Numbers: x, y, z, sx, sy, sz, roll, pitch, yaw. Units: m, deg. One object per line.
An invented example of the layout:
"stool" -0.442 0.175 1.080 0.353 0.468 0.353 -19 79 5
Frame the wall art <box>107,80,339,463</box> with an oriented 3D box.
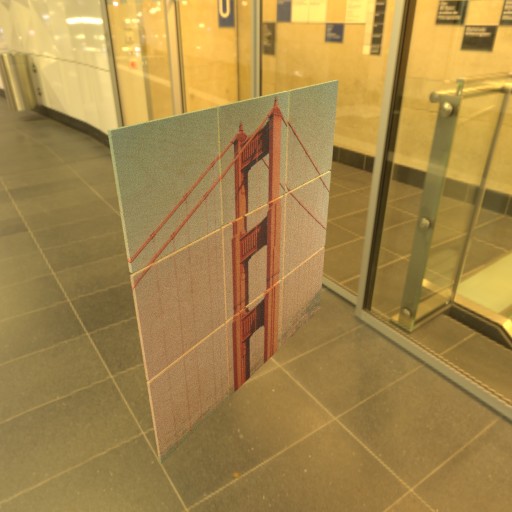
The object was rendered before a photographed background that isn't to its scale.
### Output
"wall art" 0.000 0.000 1.794 0.013 1.219 1.214 19 34 31
